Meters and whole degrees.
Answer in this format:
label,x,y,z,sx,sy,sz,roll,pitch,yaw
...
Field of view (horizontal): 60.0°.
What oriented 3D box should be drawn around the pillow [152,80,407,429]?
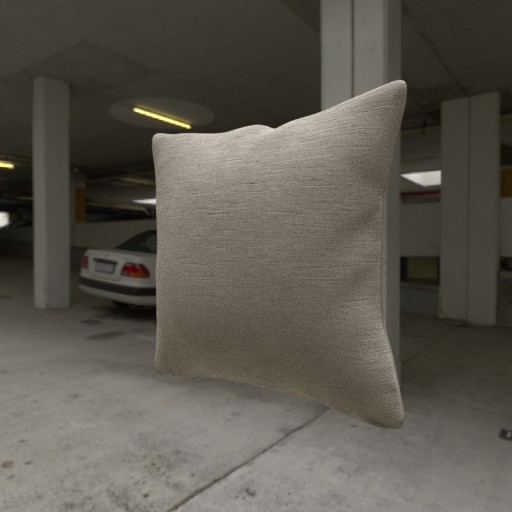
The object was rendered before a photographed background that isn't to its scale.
label,x,y,z,sx,sy,sz,roll,pitch,yaw
pillow,0.000,0.000,0.651,0.437,0.420,0.162,1,1,35
